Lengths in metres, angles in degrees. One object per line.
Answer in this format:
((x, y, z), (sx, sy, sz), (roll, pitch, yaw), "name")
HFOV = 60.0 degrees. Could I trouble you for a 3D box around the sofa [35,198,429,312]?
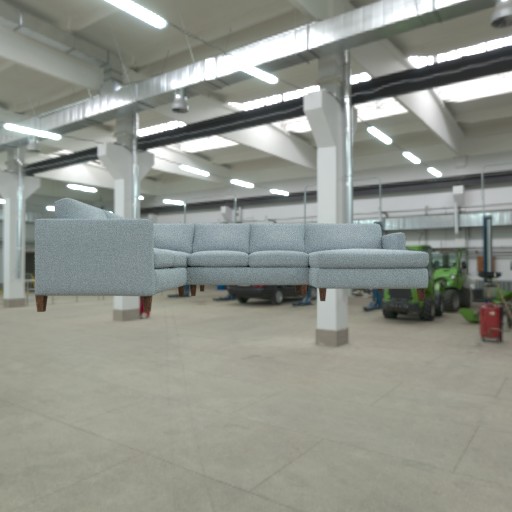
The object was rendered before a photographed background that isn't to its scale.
((0.000, 0.000, 4.596), (3.403, 0.889, 2.551), (0, -1, 0), "sofa")
